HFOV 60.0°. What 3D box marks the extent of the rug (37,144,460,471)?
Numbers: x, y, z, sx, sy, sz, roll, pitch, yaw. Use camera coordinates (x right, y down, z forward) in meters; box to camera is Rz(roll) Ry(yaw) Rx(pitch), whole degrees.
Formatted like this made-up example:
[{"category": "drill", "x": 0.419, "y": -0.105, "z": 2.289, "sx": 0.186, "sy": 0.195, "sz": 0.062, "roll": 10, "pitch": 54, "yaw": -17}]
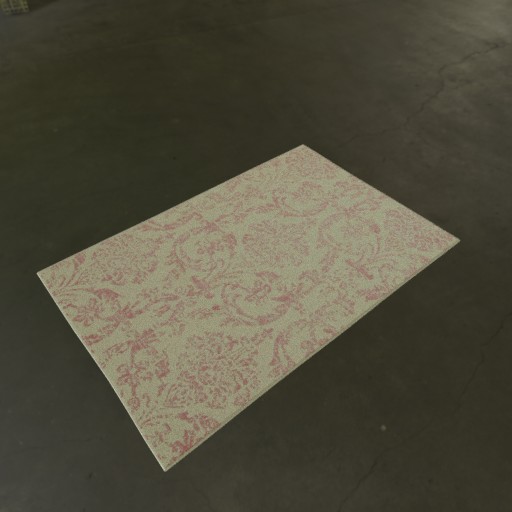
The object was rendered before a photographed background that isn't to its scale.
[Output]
[{"category": "rug", "x": 0.000, "y": 0.000, "z": 2.296, "sx": 1.839, "sy": 0.012, "sz": 1.219, "roll": -31, "pitch": 54, "yaw": -26}]
